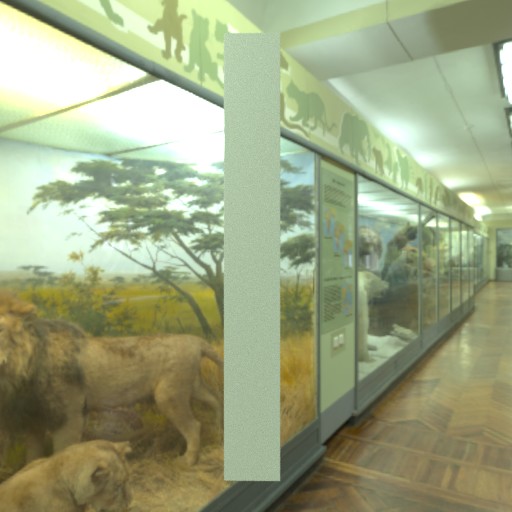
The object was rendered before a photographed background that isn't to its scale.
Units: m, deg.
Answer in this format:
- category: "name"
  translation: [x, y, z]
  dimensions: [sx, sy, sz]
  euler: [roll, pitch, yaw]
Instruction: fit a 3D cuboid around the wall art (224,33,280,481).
- category: "wall art"
  translation: [0.000, 0.000, 0.451]
  dimensions: [0.038, 0.302, 0.305]
  euler: [0, 0, 1]
